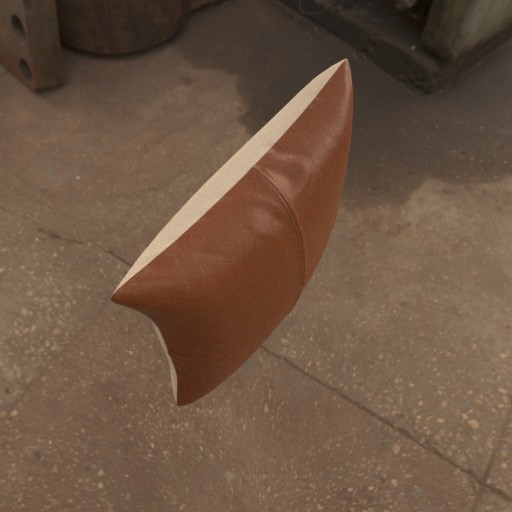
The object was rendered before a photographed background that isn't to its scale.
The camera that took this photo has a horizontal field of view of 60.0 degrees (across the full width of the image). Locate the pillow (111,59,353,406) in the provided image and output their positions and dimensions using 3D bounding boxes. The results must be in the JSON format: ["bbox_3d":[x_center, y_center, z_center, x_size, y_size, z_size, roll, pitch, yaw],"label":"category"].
[{"bbox_3d":[0.000,0.000,0.767,0.192,0.477,0.501,31,63,18],"label":"pillow"}]
